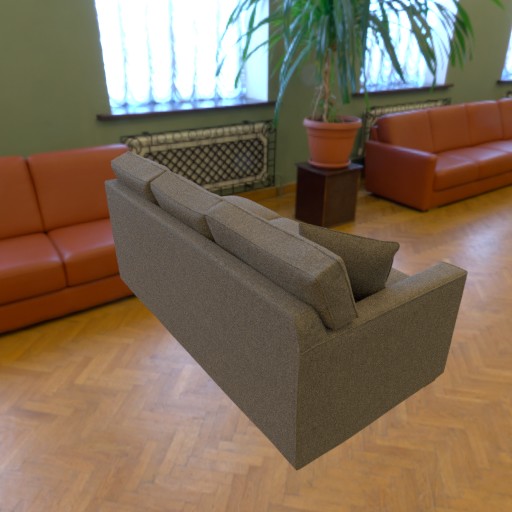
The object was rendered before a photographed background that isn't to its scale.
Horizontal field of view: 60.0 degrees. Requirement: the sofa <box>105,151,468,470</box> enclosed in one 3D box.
[{"bbox_3d":[0.000,0.000,2.533,1.034,0.946,1.963,-17,31,-32],"label":"sofa"}]
